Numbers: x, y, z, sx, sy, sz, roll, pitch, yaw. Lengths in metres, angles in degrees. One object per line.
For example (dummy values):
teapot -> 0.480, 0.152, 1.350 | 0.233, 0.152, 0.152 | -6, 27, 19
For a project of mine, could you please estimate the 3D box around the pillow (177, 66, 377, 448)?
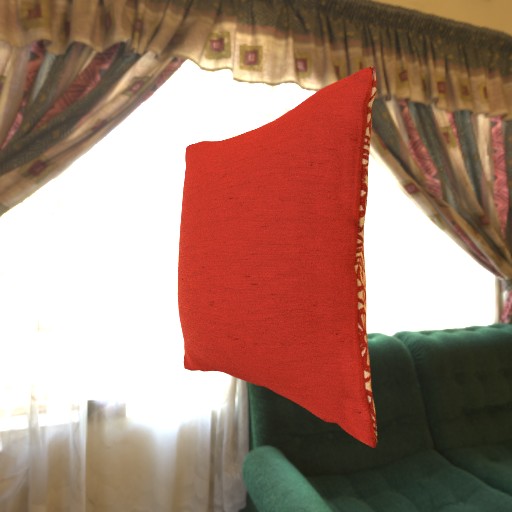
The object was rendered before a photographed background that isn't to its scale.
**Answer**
pillow -> 0.000, 0.000, 0.658 | 0.162, 0.419, 0.438 | 0, -1, -37
